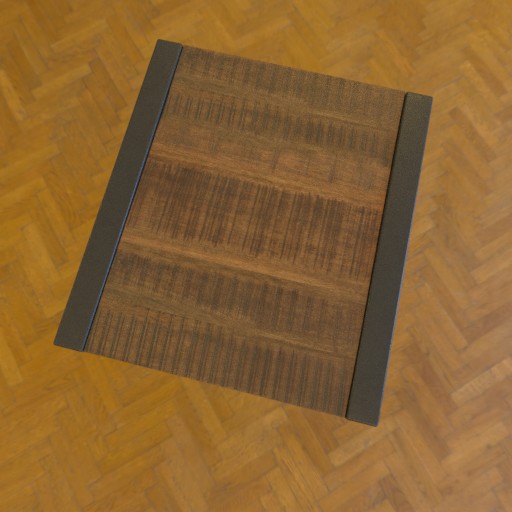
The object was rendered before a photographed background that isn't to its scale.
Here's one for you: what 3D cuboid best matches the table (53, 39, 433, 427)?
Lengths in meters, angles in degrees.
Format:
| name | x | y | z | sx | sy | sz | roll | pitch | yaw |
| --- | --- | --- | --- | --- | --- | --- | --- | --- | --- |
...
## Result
| name | x | y | z | sx | sy | sz | roll | pitch | yaw |
| --- | --- | --- | --- | --- | --- | --- | --- | --- | --- |
| table | 0.000 | 0.000 | 0.913 | 0.449 | 0.550 | 0.500 | 13 | 77 | 3 |
